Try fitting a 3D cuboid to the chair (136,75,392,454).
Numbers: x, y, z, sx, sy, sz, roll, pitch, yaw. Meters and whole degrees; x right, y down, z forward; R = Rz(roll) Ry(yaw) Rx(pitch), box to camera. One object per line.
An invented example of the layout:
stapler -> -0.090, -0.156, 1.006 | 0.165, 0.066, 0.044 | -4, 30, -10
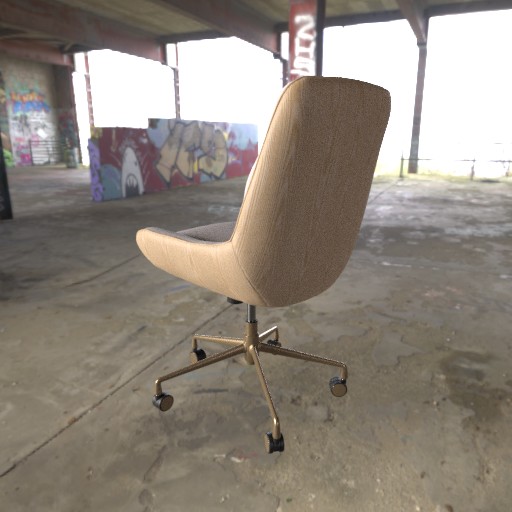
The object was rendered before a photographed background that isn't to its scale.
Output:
chair -> 0.000, 0.000, 1.335 | 0.668, 0.952, 0.564 | 15, 21, 42
